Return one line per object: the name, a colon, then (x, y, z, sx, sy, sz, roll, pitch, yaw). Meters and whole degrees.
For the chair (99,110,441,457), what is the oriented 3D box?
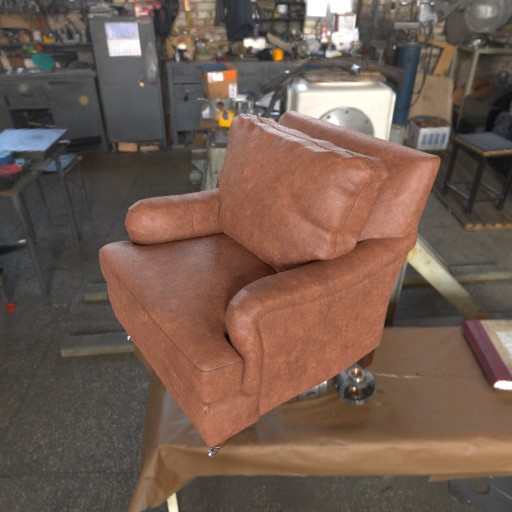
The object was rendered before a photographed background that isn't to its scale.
chair: (0.000, 0.000, 1.967, 1.158, 1.055, 0.986, -21, 38, -30)
